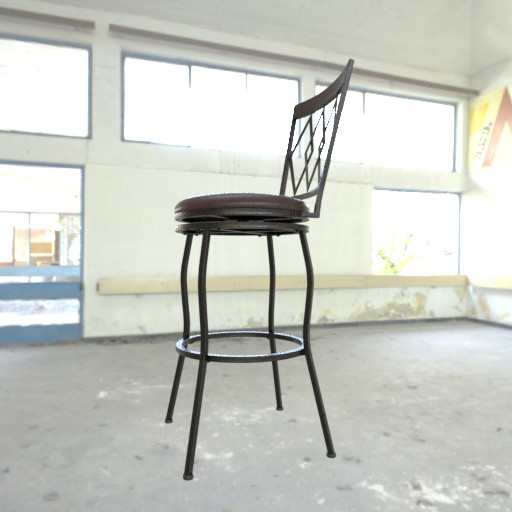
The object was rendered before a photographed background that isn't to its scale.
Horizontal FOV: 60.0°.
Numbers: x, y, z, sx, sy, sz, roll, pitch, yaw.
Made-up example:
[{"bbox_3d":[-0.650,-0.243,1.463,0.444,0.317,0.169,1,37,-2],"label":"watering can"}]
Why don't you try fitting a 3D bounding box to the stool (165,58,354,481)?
[{"bbox_3d":[0.000,0.000,1.400,0.521,1.134,0.432,0,0,-18],"label":"stool"}]
